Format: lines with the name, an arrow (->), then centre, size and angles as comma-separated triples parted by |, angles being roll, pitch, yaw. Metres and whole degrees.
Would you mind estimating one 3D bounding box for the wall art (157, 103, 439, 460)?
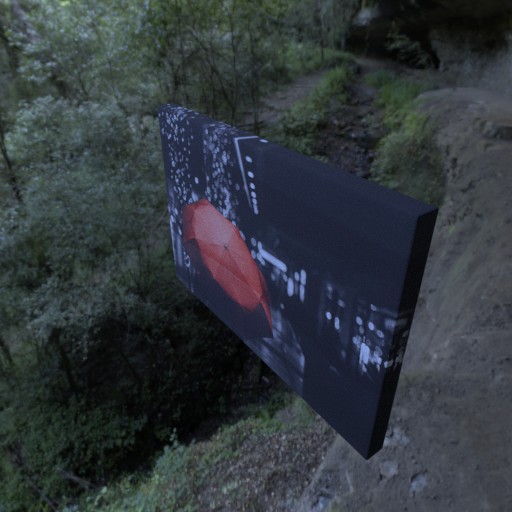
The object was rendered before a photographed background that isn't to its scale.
wall art -> 0.000, 0.000, 0.775 | 0.037, 0.406, 0.609 | -21, 37, -30
